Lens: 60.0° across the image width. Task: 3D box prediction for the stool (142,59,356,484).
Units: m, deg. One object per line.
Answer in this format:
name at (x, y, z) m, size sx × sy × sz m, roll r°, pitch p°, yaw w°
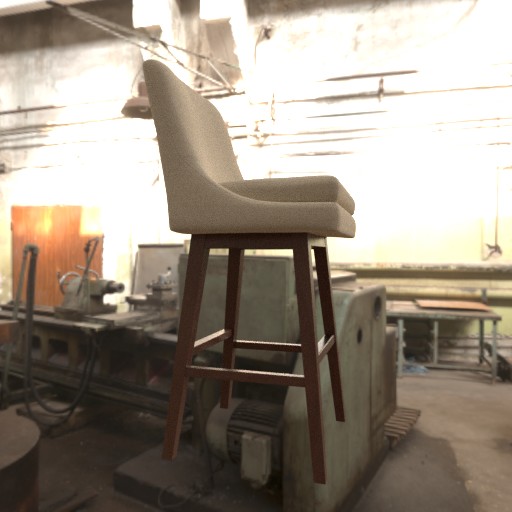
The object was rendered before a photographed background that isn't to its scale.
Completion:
stool at (0.000, 0.000, 1.338) m, size 0.559 × 1.093 × 0.483 m, roll 0°, pitch 0°, yaw 18°
